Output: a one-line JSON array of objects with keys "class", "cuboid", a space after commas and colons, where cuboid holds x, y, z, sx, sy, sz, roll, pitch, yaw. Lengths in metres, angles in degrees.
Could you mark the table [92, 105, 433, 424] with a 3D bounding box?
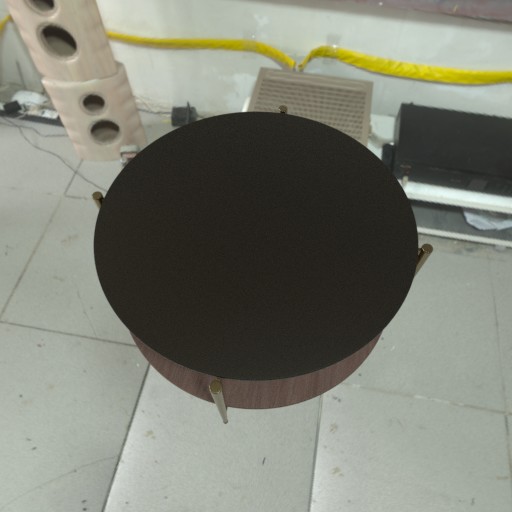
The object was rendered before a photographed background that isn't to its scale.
[{"class": "table", "cuboid": [0.000, 0.000, 1.472, 0.938, 0.400, 0.938, -16, 60, -10]}]
